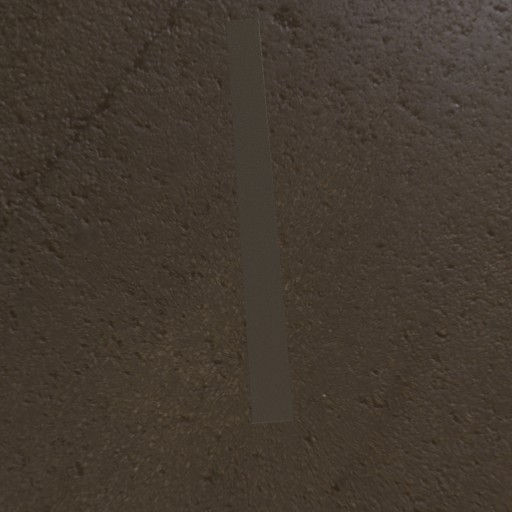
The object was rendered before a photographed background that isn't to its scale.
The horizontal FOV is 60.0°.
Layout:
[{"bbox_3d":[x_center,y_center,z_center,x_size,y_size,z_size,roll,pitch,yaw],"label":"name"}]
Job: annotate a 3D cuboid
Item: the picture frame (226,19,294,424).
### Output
[{"bbox_3d":[0.000,0.000,1.348,0.073,0.968,0.839,-4,76,-1],"label":"picture frame"}]
